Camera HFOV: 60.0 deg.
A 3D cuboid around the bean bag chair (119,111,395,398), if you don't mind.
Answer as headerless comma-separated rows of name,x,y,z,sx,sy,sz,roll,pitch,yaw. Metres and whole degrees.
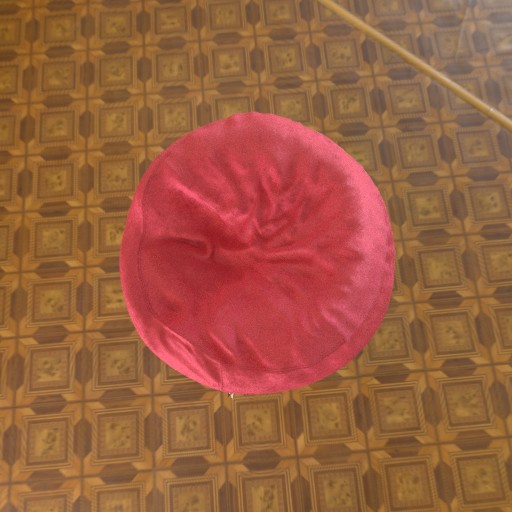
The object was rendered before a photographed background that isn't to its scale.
bean bag chair,0.000,0.000,1.987,1.218,0.788,1.218,0,75,0
